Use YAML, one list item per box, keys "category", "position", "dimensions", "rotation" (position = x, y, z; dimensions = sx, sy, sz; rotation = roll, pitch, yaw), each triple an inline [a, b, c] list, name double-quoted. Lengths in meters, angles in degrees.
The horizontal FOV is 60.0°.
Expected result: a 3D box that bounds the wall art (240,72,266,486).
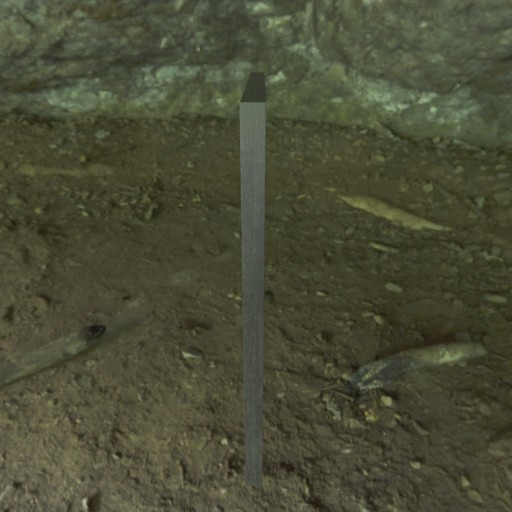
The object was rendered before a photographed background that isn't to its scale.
- category: "wall art"
  position: [0.000, 0.000, 0.793]
  dimensions: [0.027, 0.580, 0.479]
  rotation: [0, 26, 1]
